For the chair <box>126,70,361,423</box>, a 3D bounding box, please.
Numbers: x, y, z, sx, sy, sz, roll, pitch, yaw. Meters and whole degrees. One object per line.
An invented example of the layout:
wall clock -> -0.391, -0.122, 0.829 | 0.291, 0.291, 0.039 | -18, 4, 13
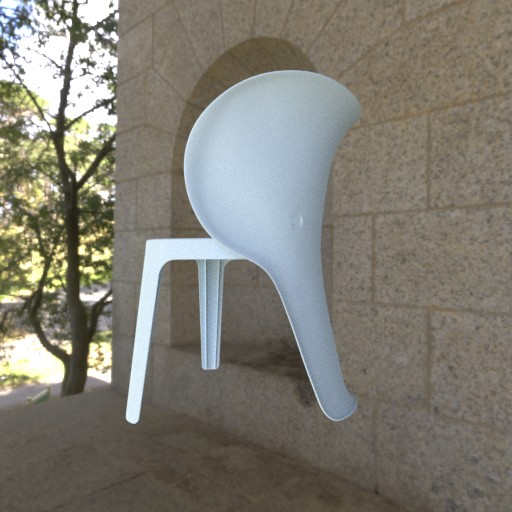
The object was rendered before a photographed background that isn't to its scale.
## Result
chair -> 0.000, 0.000, 0.869 | 0.402, 0.554, 0.451 | 0, 0, 16
